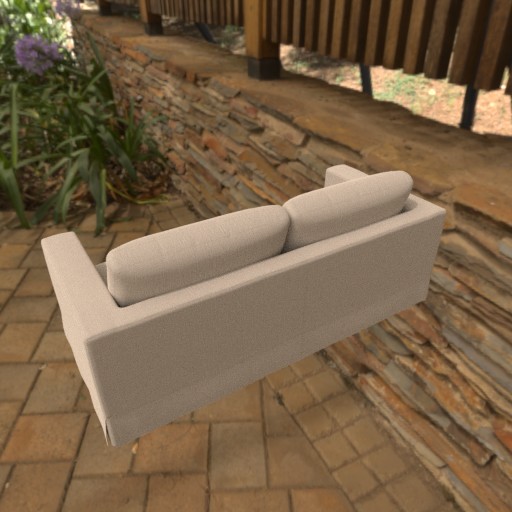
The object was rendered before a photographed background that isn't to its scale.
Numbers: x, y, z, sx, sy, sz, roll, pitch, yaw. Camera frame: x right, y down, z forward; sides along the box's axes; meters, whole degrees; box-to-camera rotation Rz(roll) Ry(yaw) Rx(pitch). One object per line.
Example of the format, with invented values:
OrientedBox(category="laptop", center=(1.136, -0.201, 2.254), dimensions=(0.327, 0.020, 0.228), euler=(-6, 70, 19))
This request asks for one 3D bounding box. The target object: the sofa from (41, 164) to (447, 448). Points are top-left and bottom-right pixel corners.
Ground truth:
OrientedBox(category="sofa", center=(0.000, 0.000, 2.616), dimensions=(2.163, 0.881, 0.954), euler=(-18, 36, -27))
